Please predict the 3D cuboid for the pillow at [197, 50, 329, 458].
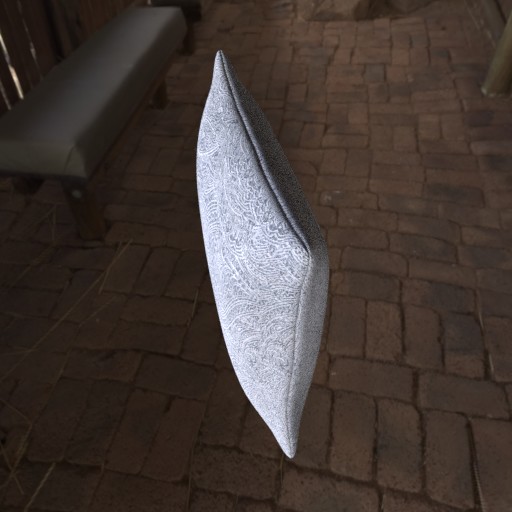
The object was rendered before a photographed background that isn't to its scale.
[{"bbox_3d":[0.000,0.000,0.777,0.166,0.510,0.523,-9,46,-9],"label":"pillow"}]
